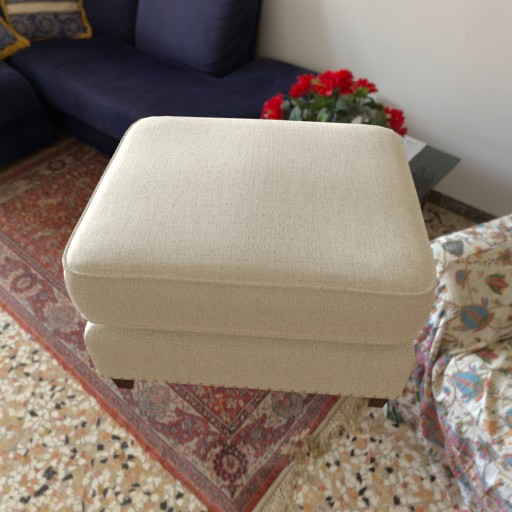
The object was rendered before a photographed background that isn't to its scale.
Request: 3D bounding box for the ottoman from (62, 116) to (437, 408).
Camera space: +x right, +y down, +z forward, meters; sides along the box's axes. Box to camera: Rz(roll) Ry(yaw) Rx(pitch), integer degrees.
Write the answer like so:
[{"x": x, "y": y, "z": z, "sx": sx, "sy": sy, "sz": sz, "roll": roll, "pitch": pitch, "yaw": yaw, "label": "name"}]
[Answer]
[{"x": 0.000, "y": 0.000, "z": 1.132, "sx": 0.738, "sy": 0.537, "sz": 0.589, "roll": 3, "pitch": 47, "yaw": 3, "label": "ottoman"}]
